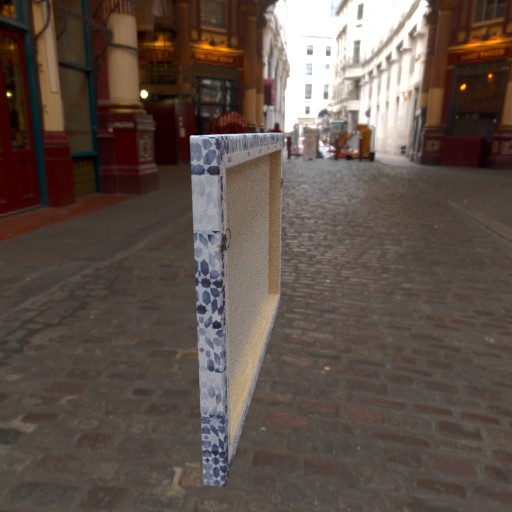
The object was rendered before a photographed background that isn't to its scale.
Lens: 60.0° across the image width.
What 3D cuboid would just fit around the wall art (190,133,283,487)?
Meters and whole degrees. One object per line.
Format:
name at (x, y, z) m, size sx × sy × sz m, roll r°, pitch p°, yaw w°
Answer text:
wall art at (0.000, 0.000, 0.764) m, size 0.030 × 0.406 × 0.608 m, roll 3°, pitch 16°, yaw 9°
